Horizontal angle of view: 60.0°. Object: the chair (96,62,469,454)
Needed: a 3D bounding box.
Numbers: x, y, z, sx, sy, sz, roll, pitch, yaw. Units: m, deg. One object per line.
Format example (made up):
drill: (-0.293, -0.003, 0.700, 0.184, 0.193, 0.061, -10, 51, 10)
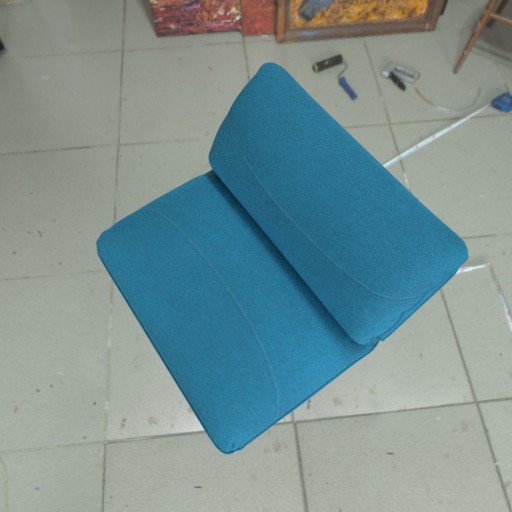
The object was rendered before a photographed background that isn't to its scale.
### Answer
chair: (0.000, 0.000, 1.323, 0.780, 0.580, 0.820, -32, 68, -15)
